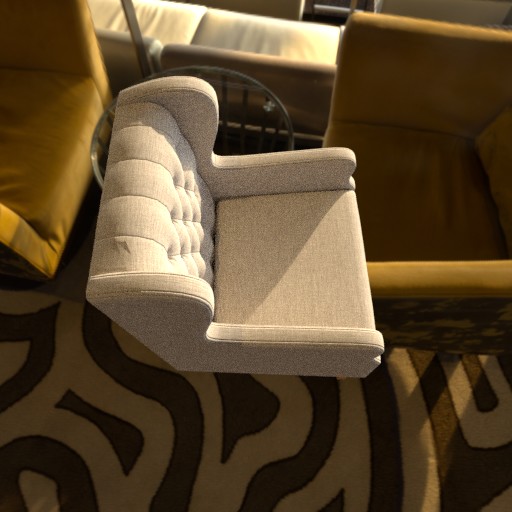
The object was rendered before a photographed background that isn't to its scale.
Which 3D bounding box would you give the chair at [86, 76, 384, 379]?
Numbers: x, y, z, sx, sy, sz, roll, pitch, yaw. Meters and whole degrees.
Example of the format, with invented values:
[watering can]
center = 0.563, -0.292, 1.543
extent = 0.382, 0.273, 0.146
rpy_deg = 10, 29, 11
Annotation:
[chair]
center = 0.000, 0.000, 1.471
extent = 0.760, 0.930, 0.710
rpy_deg = -1, 63, -1
